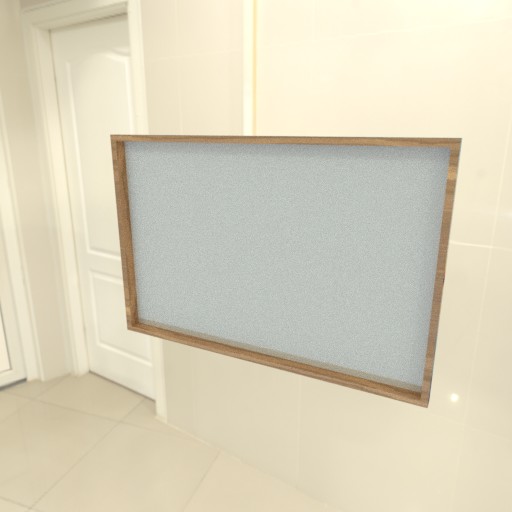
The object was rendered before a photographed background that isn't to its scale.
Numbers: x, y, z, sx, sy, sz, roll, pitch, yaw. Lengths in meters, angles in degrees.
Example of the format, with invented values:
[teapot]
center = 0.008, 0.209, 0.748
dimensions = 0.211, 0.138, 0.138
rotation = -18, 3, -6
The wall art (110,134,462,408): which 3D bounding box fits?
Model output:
[wall art]
center = 0.000, 0.000, 1.156
dimensions = 0.911, 0.605, 0.037
rotation = 8, 18, 26
